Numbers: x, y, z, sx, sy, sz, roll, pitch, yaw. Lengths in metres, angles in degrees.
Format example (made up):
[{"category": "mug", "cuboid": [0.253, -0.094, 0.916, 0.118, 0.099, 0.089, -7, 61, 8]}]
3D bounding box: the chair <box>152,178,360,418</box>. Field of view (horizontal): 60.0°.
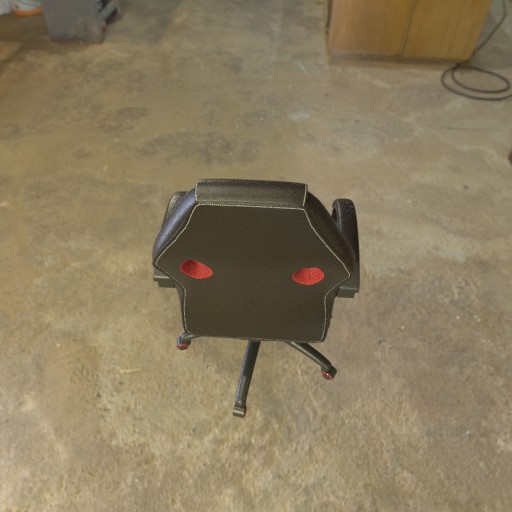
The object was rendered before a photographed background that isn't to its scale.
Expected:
[{"category": "chair", "cuboid": [0.000, 0.000, 1.700, 0.750, 1.189, 0.783, 3, 46, 3]}]
